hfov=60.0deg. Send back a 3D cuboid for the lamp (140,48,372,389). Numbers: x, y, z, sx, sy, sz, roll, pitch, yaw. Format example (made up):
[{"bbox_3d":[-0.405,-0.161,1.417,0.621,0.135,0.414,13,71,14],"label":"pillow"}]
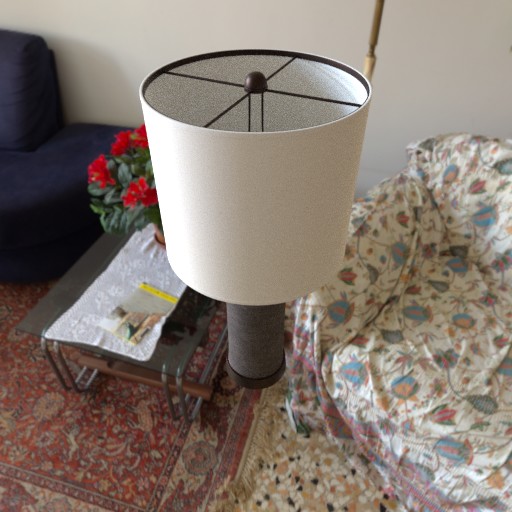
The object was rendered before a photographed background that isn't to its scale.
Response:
[{"bbox_3d":[0.000,0.000,0.779,0.301,0.630,0.301,-13,43,-15],"label":"lamp"}]
